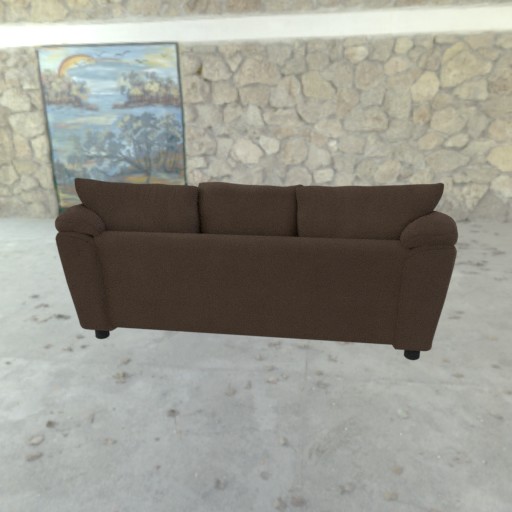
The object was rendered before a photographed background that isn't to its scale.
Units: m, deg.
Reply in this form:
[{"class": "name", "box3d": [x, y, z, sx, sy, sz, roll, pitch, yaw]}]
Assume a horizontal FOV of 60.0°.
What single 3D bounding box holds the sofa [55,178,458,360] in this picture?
[{"class": "sofa", "box3d": [0.000, 0.000, 2.878, 2.336, 1.015, 0.878, 2, 15, 8]}]
